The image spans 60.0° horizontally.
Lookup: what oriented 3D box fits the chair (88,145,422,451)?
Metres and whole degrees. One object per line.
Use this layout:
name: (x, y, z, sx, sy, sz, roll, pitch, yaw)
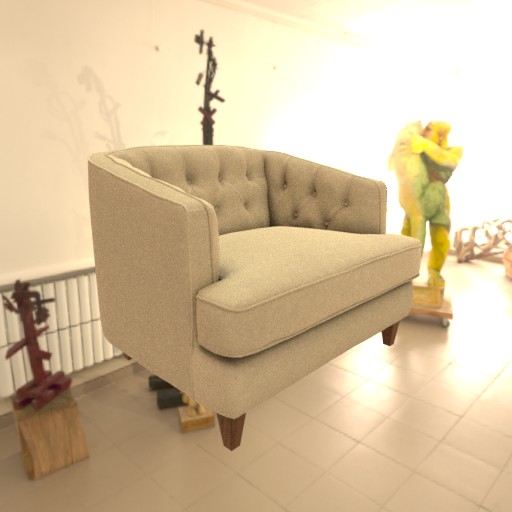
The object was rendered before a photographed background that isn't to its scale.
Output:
chair: (0.000, 0.000, 1.758, 0.941, 0.852, 1.104, 13, 20, 42)
